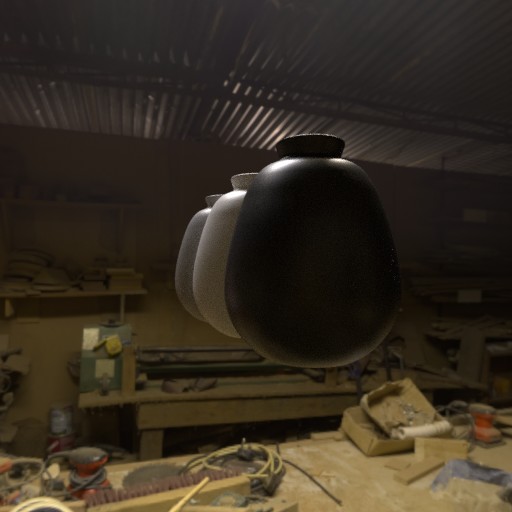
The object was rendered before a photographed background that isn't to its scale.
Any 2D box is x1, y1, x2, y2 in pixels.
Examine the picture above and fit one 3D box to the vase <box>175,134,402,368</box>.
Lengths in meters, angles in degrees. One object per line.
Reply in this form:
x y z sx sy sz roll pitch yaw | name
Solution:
0.000 0.000 0.346 0.097 0.122 0.297 1 -2 -18 | vase
